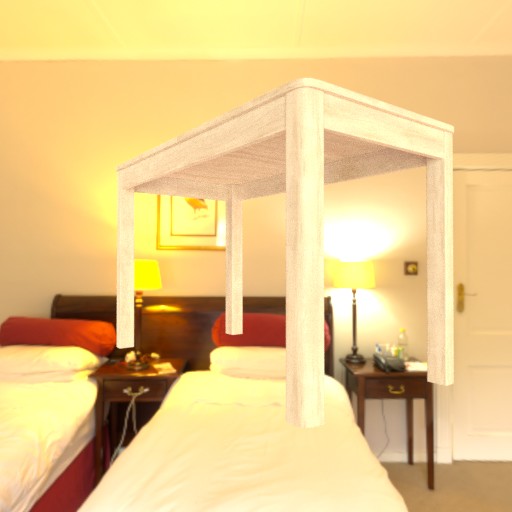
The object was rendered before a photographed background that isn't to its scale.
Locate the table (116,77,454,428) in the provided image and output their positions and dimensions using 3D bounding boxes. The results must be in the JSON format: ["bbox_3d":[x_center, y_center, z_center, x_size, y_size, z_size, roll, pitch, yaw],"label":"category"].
[{"bbox_3d":[0.000,0.000,1.899,0.750,0.900,1.400,0,-1,-37],"label":"table"}]
